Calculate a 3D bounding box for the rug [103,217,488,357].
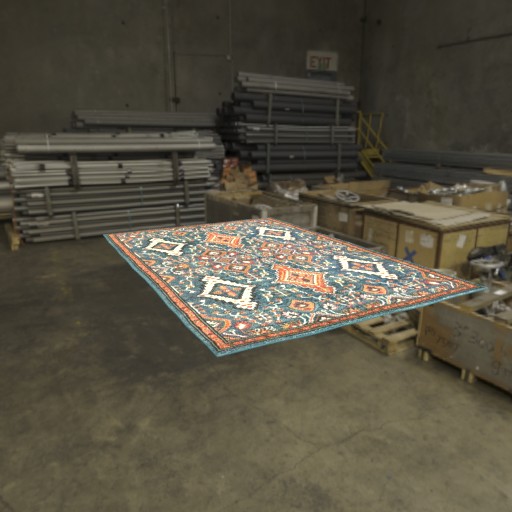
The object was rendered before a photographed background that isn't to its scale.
[{"bbox_3d":[0.000,0.000,3.035,1.622,0.009,2.373,-8,18,-27],"label":"rug"}]
